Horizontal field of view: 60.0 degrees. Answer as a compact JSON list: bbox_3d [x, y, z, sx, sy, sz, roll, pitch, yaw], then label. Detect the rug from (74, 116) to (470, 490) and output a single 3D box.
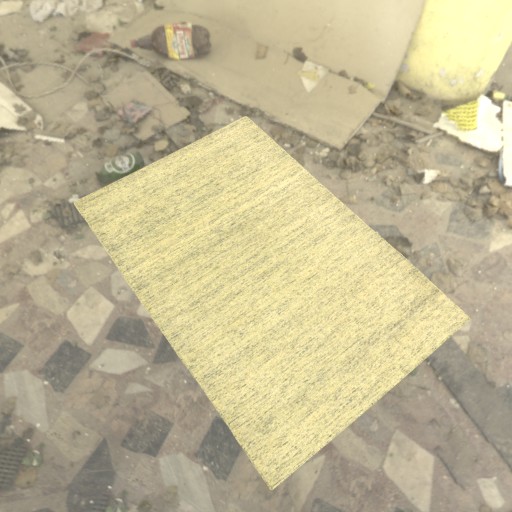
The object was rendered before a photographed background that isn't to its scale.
[{"bbox_3d":[0.000,0.000,2.883,1.523,0.017,2.263,-32,63,-19],"label":"rug"}]
